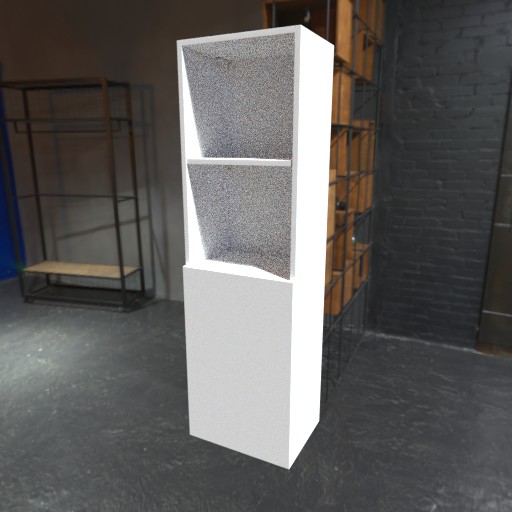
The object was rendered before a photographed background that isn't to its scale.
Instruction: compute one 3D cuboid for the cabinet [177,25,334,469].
[{"bbox_3d":[0.000,0.000,1.525,0.400,1.350,0.300,7,16,26],"label":"cabinet"}]
